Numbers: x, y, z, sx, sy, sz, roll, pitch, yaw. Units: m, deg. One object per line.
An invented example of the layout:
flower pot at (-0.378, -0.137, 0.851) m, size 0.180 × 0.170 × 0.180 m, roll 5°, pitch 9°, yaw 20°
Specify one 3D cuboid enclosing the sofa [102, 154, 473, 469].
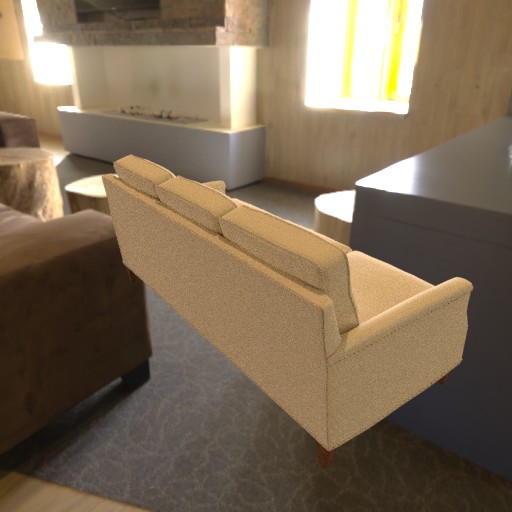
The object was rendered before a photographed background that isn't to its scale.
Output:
sofa at (0.000, 0.000, 2.717) m, size 1.084 × 1.003 × 2.246 m, roll -18°, pitch 31°, yaw -33°
